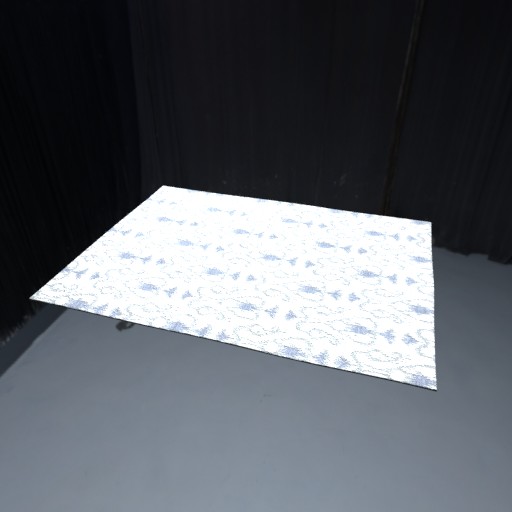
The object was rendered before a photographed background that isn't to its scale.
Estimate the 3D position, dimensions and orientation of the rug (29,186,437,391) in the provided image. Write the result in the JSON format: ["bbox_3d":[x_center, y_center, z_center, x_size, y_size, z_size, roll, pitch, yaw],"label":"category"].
[{"bbox_3d":[0.000,0.000,2.968,2.261,0.013,1.676,10,34,15],"label":"rug"}]
